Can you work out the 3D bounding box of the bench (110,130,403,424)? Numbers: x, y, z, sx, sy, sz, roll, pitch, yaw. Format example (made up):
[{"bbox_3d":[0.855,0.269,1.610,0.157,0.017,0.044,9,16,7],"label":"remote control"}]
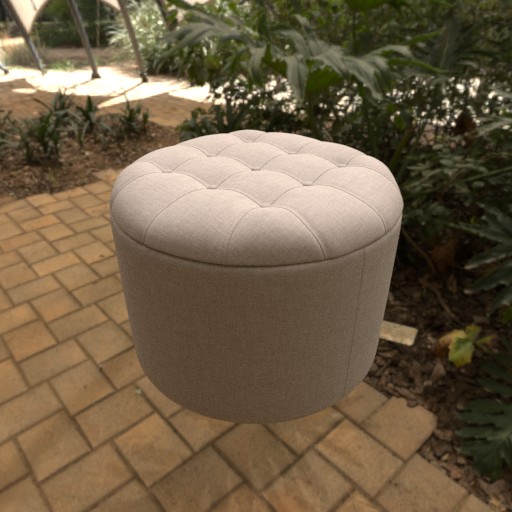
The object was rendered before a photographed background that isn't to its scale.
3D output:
[{"bbox_3d":[0.000,0.000,1.017,0.600,0.453,0.600,0,31,0],"label":"bench"}]
